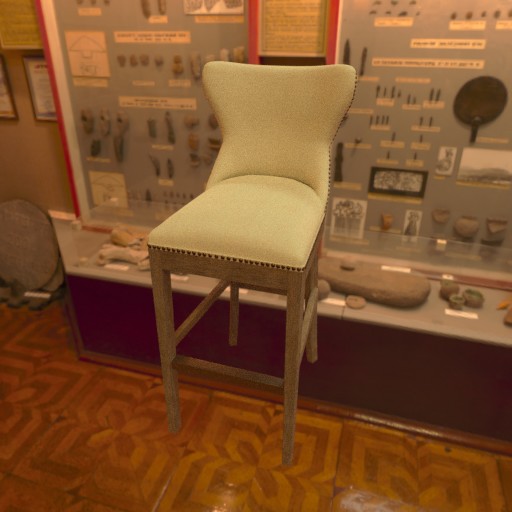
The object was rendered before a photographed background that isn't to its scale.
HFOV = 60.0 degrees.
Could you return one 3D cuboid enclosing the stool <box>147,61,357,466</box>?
[{"bbox_3d":[0.000,0.000,1.438,0.494,1.123,0.606,9,29,16],"label":"stool"}]
